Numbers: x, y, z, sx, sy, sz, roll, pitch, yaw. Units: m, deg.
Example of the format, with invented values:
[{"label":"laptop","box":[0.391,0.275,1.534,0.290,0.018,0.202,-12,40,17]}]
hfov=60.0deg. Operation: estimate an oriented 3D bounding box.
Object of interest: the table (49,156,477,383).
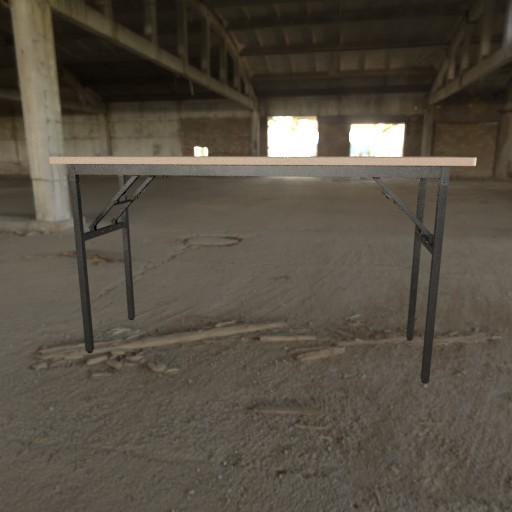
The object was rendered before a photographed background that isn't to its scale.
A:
[{"label":"table","box":[0.000,0.000,1.714,1.397,0.750,0.447,2,13,11]}]
